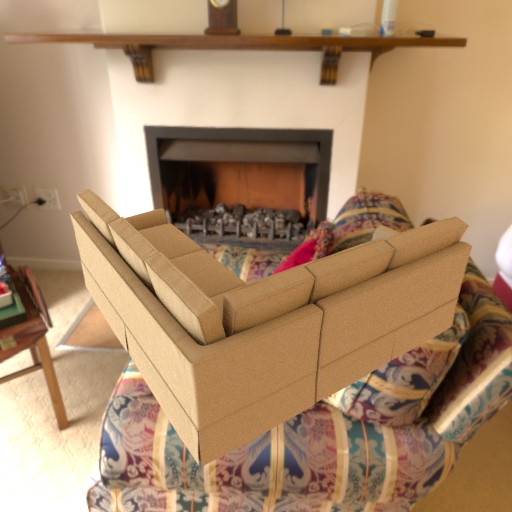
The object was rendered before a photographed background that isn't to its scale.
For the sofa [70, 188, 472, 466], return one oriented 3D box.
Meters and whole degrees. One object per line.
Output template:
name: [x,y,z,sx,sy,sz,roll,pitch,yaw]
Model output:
sofa: [0.000,0.000,4.274,2.730,1.124,2.733,-18,33,-30]
